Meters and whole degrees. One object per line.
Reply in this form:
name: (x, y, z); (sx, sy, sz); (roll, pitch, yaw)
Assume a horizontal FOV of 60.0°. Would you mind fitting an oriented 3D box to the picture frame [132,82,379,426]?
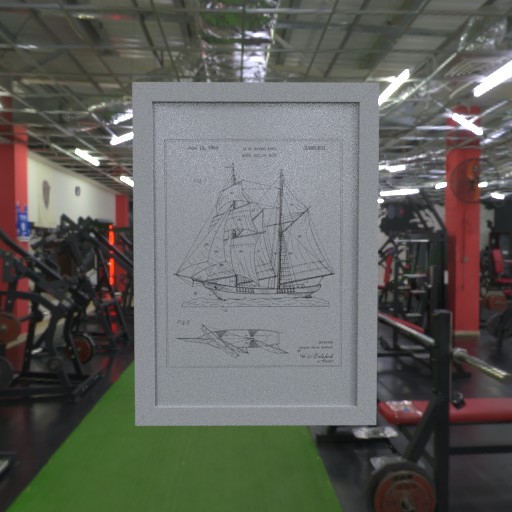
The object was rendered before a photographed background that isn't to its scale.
picture frame: (0.000, 0.000, 0.598); (0.326, 0.459, 0.011); (0, 2, 0)
